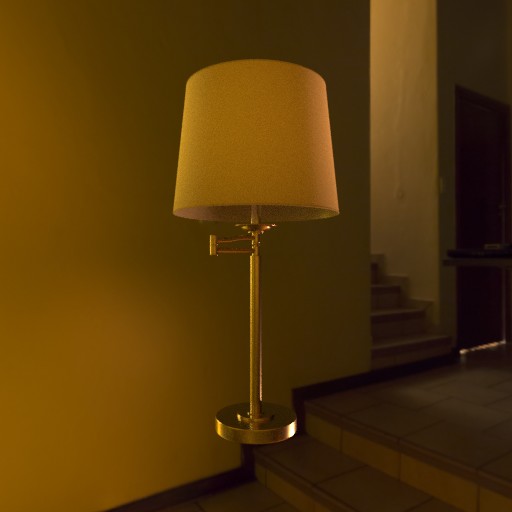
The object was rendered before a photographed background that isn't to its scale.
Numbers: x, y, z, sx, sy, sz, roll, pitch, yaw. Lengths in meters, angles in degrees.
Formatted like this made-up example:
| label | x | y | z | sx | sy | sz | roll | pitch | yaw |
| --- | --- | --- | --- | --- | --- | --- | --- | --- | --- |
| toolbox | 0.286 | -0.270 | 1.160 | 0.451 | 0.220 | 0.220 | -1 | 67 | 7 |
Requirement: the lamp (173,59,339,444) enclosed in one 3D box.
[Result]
| label | x | y | z | sx | sy | sz | roll | pitch | yaw |
| --- | --- | --- | --- | --- | --- | --- | --- | --- | --- |
| lamp | 0.000 | 0.000 | 0.901 | 0.333 | 0.696 | 0.333 | 0 | 0 | 0 |
